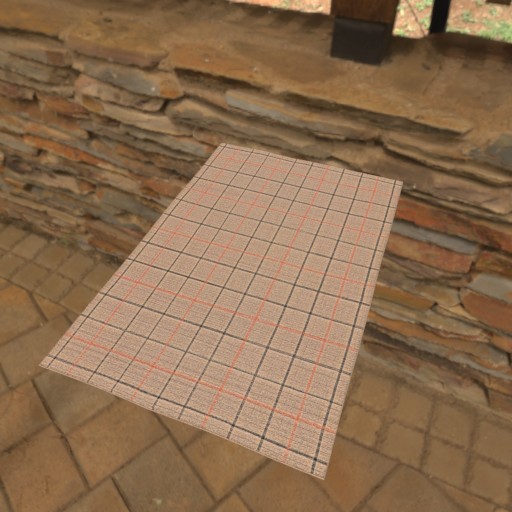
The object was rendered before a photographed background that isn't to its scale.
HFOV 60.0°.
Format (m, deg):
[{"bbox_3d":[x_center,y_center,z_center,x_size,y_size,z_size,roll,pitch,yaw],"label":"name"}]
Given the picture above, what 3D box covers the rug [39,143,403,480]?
[{"bbox_3d":[0.000,0.000,2.274,1.220,0.013,1.829,16,48,15],"label":"rug"}]
